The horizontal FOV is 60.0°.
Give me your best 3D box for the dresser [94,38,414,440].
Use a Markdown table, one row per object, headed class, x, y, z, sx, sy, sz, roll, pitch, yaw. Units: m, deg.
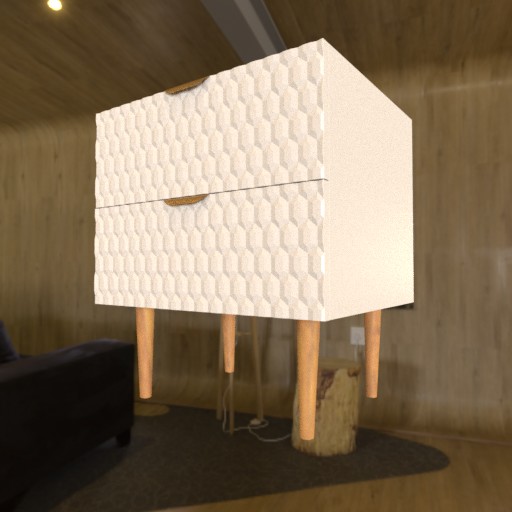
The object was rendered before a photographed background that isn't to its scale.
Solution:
| class | x | y | z | sx | sy | sz | roll | pitch | yaw |
| --- | --- | --- | --- | --- | --- | --- | --- | --- | --- |
| dresser | 0.000 | 0.000 | 0.893 | 0.503 | 0.568 | 0.414 | -1 | -2 | 36 |
